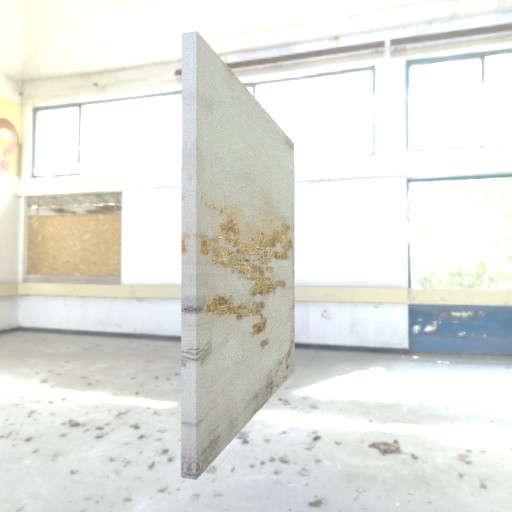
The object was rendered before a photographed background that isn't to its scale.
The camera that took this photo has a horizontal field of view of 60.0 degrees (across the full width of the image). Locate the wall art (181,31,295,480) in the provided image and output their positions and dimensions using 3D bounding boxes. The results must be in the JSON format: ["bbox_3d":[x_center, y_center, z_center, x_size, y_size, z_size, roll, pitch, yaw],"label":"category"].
[{"bbox_3d":[0.000,0.000,1.492,0.040,1.018,1.015,0,0,18],"label":"wall art"}]
